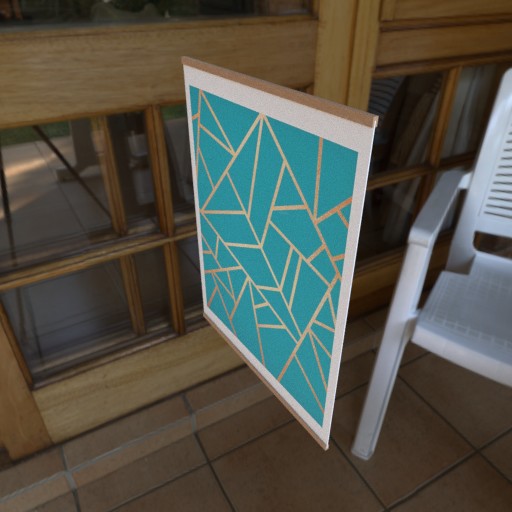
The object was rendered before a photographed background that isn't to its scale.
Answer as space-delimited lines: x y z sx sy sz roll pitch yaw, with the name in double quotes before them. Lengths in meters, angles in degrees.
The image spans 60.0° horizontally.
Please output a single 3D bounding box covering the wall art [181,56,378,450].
"wall art" 0.000 0.000 1.342 0.013 1.016 0.758 -21 39 -29
